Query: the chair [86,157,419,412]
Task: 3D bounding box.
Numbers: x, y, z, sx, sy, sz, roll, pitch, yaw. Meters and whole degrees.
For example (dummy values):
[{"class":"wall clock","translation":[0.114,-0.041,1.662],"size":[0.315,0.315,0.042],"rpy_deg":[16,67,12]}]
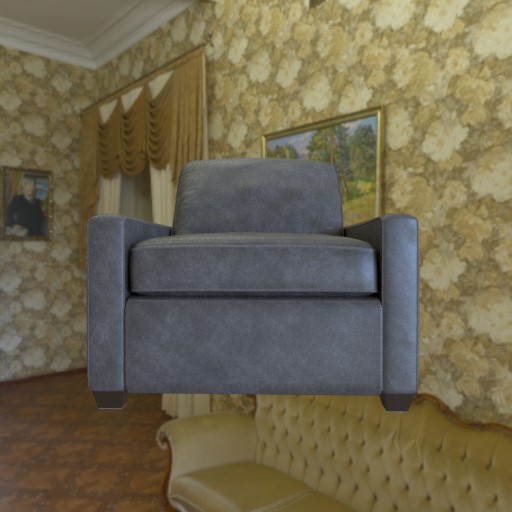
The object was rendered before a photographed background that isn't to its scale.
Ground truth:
[{"class":"chair","translation":[0.000,0.000,1.760],"size":[1.006,0.916,0.939],"rpy_deg":[0,1,2]}]
